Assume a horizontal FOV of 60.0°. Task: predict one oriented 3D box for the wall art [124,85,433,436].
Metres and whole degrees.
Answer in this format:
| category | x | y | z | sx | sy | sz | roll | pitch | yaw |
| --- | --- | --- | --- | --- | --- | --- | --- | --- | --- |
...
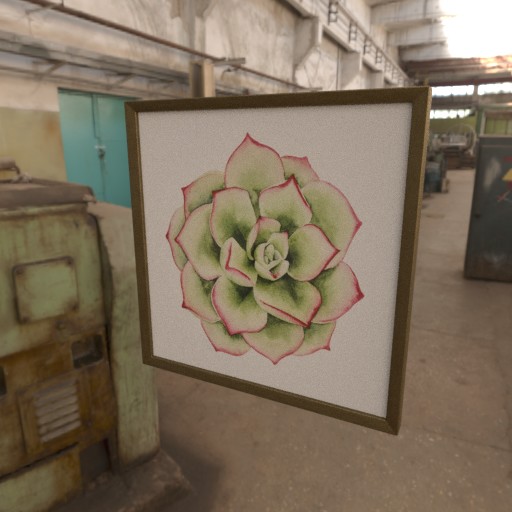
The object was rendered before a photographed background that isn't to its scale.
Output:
| category | x | y | z | sx | sy | sz | roll | pitch | yaw |
| --- | --- | --- | --- | --- | --- | --- | --- | --- | --- |
| wall art | 0.000 | 0.000 | 0.741 | 0.503 | 0.506 | 0.031 | 7 | 16 | 26 |
